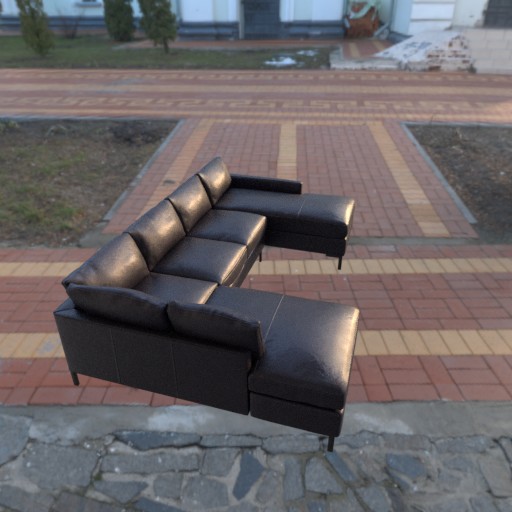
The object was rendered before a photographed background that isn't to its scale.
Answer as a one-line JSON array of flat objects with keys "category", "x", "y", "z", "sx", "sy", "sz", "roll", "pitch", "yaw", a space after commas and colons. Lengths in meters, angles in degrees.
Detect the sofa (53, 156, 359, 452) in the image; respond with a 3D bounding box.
[{"category": "sofa", "x": 0.000, "y": 0.000, "z": 3.952, "sx": 1.939, "sy": 0.900, "sz": 2.956, "roll": 8, "pitch": 31, "yaw": 14}]
